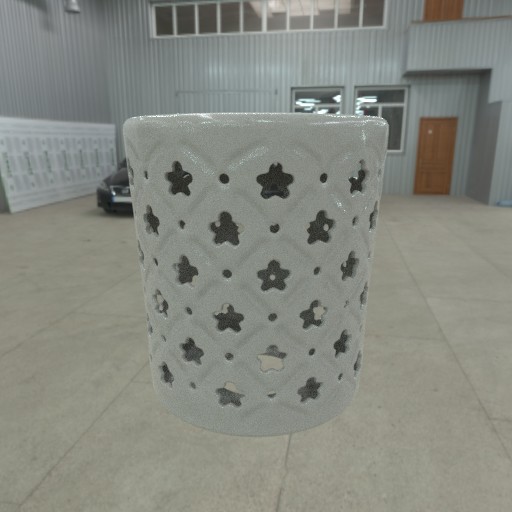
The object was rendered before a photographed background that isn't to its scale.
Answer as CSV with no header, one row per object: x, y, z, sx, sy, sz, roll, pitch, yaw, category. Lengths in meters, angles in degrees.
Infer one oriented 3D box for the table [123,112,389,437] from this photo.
0.000,0.000,0.650,0.352,0.387,0.352,0,15,0,table
